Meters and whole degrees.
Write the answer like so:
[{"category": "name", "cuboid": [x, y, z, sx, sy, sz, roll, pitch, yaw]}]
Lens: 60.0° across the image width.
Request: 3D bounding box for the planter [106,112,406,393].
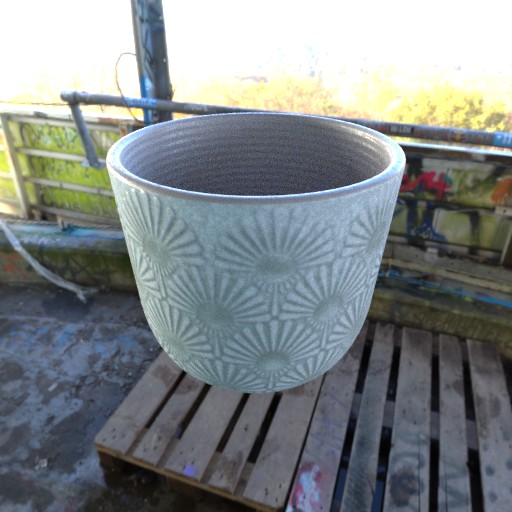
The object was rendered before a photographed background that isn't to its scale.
[{"category": "planter", "cuboid": [0.000, 0.000, 0.298, 0.170, 0.152, 0.170, 0, 30, 0]}]
